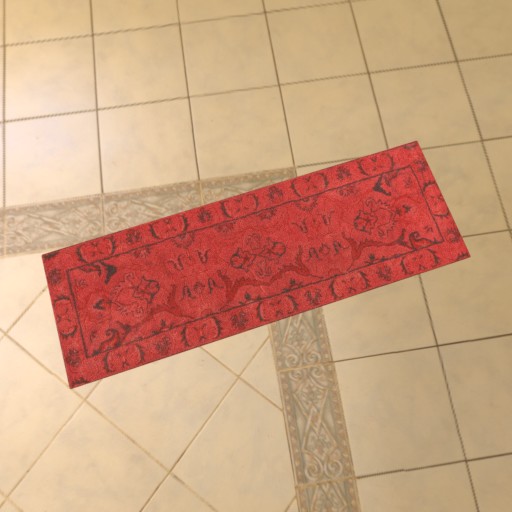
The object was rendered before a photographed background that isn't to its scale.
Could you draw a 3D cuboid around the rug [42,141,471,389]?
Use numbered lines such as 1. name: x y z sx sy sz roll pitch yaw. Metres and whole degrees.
1. rug: 0.000 0.000 2.652 2.439 0.018 0.813 -18 76 -4
